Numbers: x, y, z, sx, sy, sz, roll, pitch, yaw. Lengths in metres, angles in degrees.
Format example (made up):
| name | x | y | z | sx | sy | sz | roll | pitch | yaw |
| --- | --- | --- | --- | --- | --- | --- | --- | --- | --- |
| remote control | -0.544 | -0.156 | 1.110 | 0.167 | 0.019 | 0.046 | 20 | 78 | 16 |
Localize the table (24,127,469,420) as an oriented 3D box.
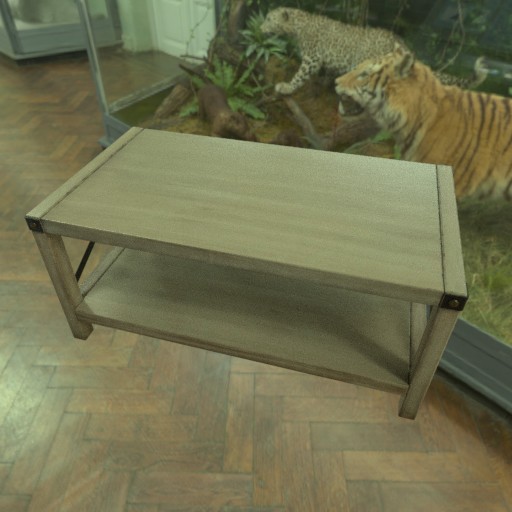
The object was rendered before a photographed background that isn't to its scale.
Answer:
| name | x | y | z | sx | sy | sz | roll | pitch | yaw |
| --- | --- | --- | --- | --- | --- | --- | --- | --- | --- |
| table | 0.000 | 0.000 | 1.300 | 1.016 | 0.456 | 0.559 | 10 | 41 | 12 |
